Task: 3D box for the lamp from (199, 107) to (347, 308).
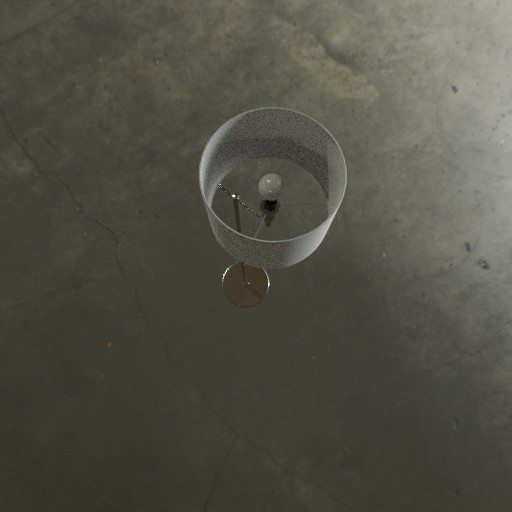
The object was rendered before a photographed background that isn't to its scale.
[{"bbox_3d":[0.000,0.000,1.745,0.416,1.600,0.324,37,78,9],"label":"lamp"}]
